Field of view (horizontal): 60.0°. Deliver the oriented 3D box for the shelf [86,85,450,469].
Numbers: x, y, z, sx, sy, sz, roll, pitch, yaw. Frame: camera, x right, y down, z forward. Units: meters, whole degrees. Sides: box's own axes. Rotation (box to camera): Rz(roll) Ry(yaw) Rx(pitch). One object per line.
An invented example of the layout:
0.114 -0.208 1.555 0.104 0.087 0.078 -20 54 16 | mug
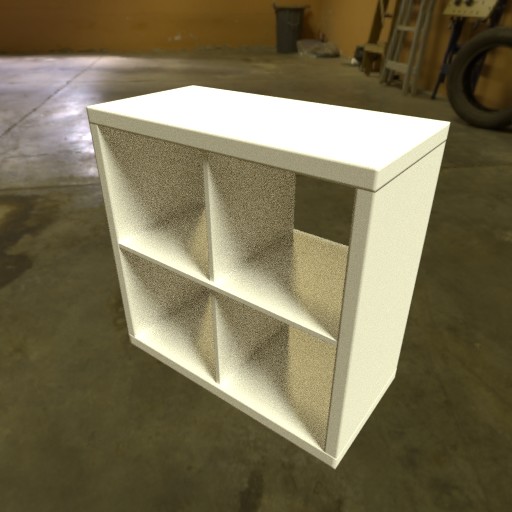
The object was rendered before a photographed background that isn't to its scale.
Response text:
0.000 0.000 1.256 0.790 0.786 0.390 21 36 31 | shelf
